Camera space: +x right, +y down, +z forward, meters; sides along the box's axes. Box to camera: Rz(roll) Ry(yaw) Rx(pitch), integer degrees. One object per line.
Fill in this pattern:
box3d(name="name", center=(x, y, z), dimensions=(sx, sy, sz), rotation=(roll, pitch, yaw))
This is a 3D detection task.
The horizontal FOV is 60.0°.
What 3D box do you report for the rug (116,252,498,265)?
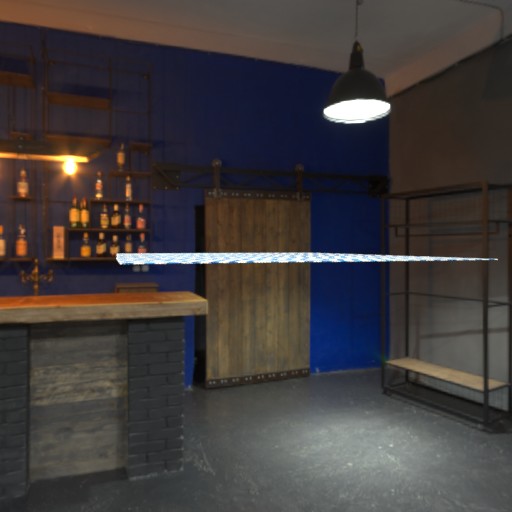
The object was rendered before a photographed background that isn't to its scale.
box3d(name="rug", center=(0.000, 0.000, 4.075), dimensions=(2.453, 0.008, 3.059), rotation=(0, 1, -18))
